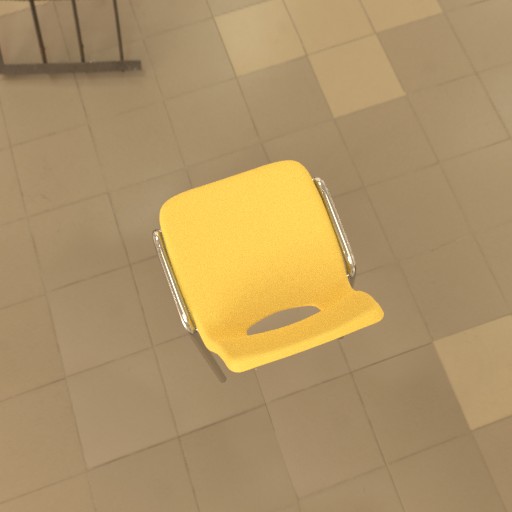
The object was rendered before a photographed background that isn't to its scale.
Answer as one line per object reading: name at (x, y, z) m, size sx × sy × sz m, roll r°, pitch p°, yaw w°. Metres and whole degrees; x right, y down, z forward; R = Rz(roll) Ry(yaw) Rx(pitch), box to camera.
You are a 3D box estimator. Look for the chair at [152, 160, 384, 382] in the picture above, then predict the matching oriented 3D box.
chair at (0.000, 0.000, 0.922) m, size 0.381 × 0.653 × 0.436 m, roll -19°, pitch 76°, yaw -5°
